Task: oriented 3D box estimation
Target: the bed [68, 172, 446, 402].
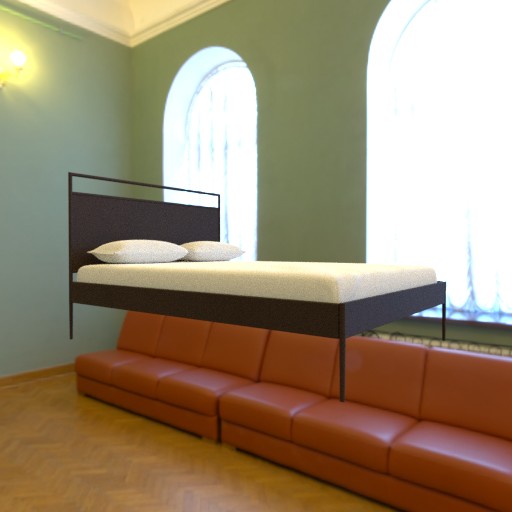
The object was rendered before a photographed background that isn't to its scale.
[{"bbox_3d":[0.000,0.000,3.090,2.122,1.173,1.572,1,1,38],"label":"bed"}]
